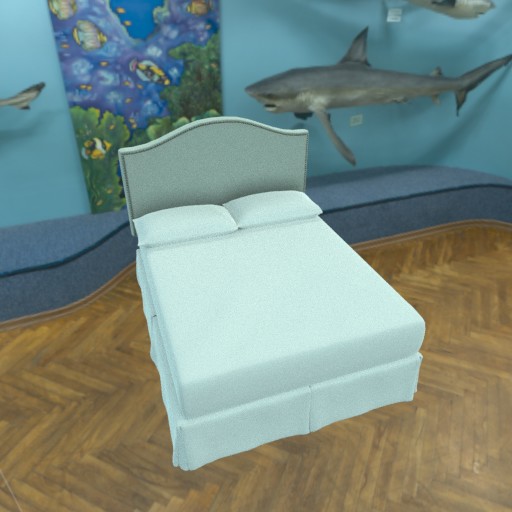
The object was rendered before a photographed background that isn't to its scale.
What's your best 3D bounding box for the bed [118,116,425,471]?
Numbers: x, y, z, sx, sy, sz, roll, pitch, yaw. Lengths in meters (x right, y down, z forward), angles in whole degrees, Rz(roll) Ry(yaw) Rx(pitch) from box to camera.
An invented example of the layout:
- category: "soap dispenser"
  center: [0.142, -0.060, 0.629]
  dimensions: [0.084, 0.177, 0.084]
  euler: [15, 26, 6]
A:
- category: "bed"
  center: [0.000, 0.000, 3.438]
  dimensions: [1.813, 1.607, 2.180]
  euler: [-11, 34, -16]
